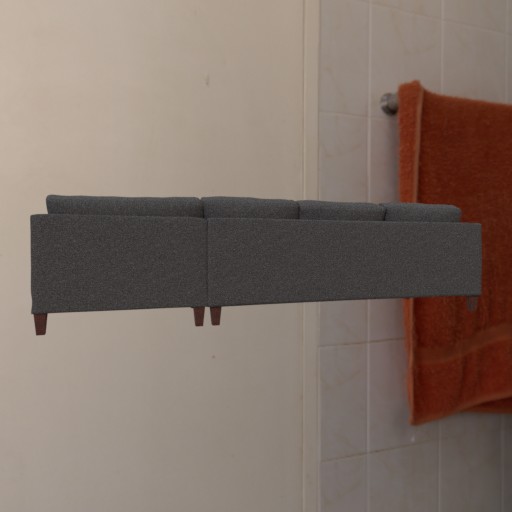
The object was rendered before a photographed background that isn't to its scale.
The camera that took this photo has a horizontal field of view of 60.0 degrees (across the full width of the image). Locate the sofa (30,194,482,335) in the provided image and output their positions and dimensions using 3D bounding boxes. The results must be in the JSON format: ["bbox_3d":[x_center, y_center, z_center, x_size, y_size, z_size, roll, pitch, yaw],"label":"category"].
[{"bbox_3d":[0.000,0.000,3.726,3.186,0.846,1.625,0,1,-18],"label":"sofa"}]
